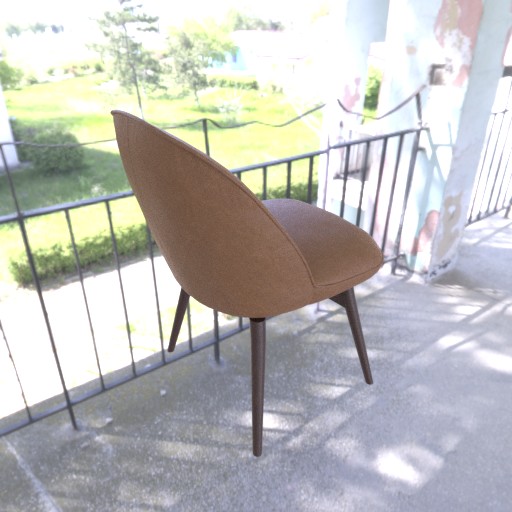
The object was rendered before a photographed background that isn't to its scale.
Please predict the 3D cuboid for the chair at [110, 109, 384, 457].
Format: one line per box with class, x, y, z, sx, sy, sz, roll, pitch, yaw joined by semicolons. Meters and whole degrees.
chair;0.000;0.000;1.219;0.631;0.831;0.521;-19;34;-31
